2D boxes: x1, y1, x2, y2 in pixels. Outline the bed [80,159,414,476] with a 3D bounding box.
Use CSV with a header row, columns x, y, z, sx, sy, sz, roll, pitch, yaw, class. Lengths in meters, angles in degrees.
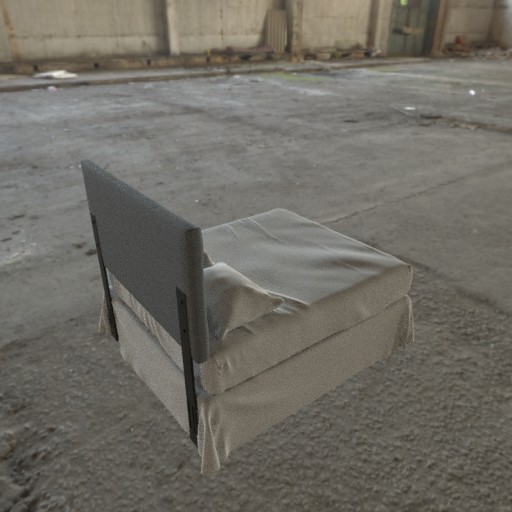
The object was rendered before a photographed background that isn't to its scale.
x,y,z,sx,sy,sz,roll,pitch,yaw,class
0.000,0.000,3.602,2.222,1.577,1.936,-19,33,-32,bed
